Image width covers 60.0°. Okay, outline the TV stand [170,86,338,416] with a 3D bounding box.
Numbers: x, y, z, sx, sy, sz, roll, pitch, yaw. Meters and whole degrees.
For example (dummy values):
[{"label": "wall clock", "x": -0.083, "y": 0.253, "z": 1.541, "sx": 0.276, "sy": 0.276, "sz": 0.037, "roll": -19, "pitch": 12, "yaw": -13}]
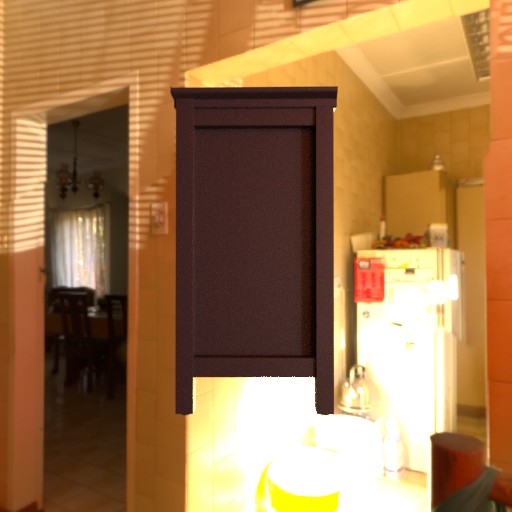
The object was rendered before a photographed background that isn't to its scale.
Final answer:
[{"label": "TV stand", "x": 0.000, "y": 0.000, "z": 1.499, "sx": 0.347, "sy": 0.681, "sz": 1.198, "roll": 0, "pitch": -1, "yaw": 1}]
